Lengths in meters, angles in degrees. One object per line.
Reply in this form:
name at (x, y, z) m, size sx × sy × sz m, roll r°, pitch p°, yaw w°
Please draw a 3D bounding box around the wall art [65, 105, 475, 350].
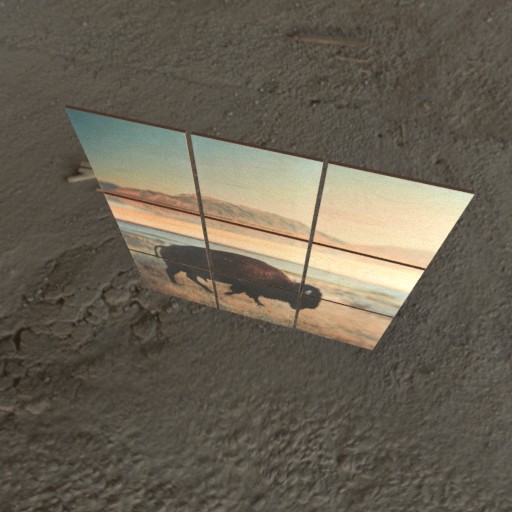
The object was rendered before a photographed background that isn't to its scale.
wall art at (0.000, 0.000, 1.796) m, size 1.221 × 1.218 × 0.019 m, roll 14°, pitch 60°, yaw 8°
